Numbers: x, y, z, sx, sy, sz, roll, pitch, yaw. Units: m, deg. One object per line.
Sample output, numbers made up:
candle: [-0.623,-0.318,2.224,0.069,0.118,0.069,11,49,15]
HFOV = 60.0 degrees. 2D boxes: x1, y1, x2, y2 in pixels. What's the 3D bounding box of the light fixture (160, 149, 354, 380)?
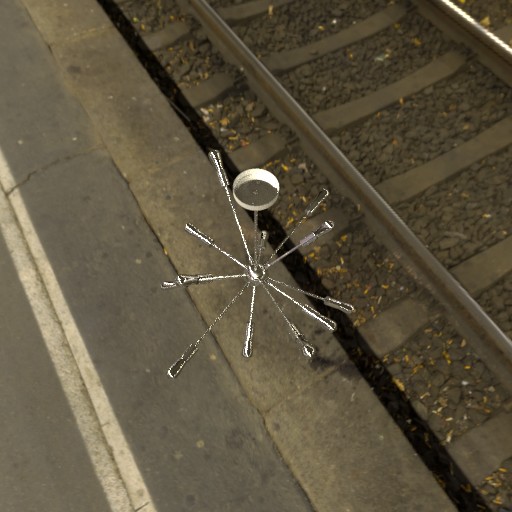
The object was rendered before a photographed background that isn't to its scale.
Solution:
light fixture: [0.000,0.000,1.079,0.509,0.558,0.684,34,67,16]
